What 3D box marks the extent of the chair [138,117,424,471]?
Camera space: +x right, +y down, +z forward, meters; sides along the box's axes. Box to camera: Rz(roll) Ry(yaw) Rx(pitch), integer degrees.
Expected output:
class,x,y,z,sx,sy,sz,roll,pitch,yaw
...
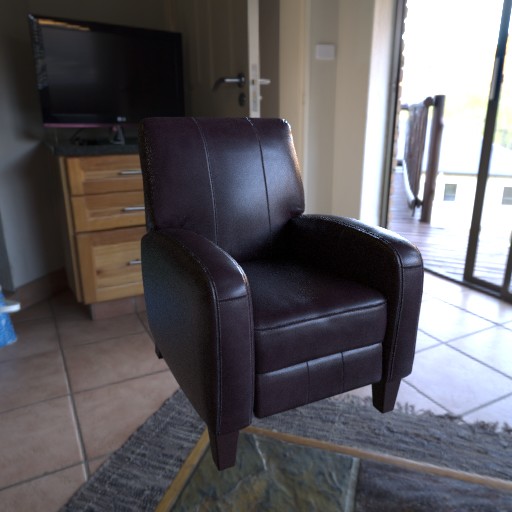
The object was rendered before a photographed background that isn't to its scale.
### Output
class,x,y,z,sx,sy,sz,roll,pitch,yaw
chair,0.000,0.000,1.648,0.762,0.990,0.990,-8,19,-25
